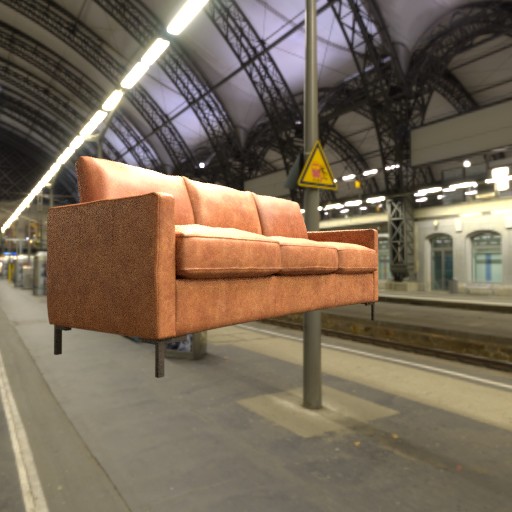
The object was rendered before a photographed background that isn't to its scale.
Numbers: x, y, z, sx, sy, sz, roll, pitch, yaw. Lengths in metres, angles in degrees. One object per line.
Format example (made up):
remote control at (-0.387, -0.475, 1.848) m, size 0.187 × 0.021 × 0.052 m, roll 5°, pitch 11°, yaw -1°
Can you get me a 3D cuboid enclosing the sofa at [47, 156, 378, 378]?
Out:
sofa at (0.000, 0.000, 2.459) m, size 0.748 × 0.863 × 2.029 m, roll -1°, pitch -1°, yaw 36°
